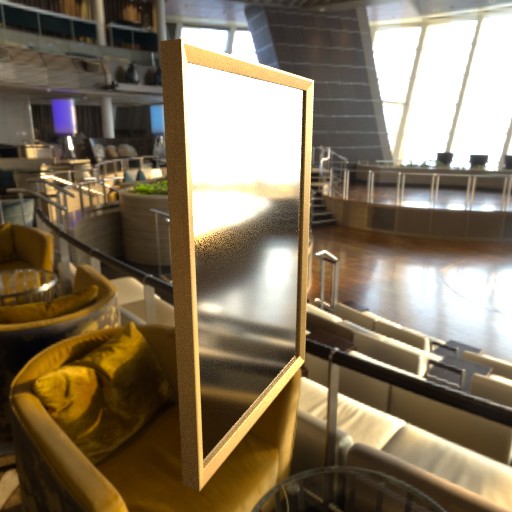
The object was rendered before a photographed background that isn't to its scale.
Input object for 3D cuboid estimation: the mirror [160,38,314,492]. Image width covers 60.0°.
[{"bbox_3d":[0.000,0.000,0.892,0.039,0.710,0.507,8,17,26],"label":"mirror"}]
